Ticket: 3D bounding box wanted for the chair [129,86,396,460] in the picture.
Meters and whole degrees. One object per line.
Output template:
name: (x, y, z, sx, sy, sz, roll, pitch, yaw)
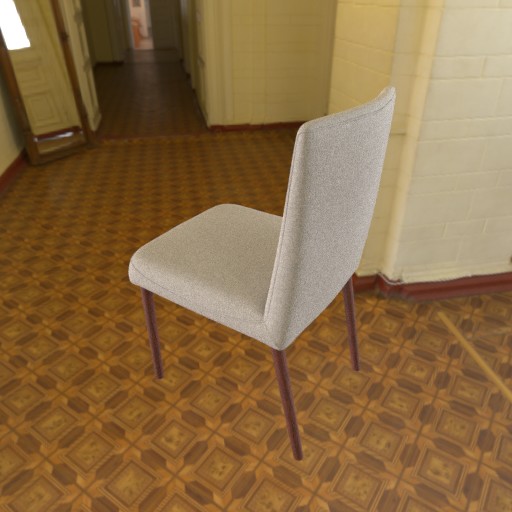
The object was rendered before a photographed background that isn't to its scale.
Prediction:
chair: (0.000, 0.000, 1.186, 0.570, 0.859, 0.456, 19, 36, 29)
